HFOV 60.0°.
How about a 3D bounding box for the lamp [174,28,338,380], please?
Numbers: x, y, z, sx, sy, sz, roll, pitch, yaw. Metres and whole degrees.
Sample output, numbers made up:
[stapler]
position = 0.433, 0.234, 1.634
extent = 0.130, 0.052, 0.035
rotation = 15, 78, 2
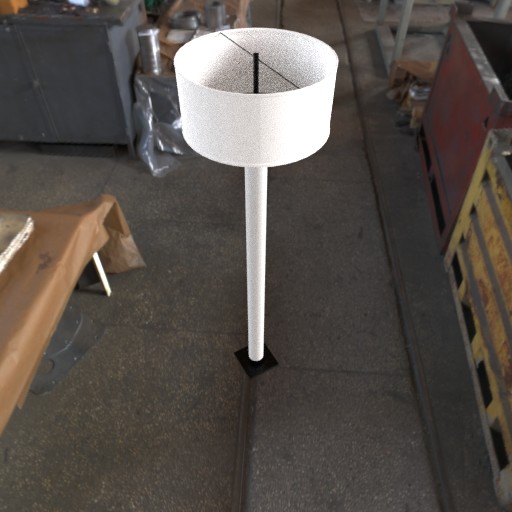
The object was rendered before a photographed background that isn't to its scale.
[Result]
[lamp]
position = 0.000, 0.000, 1.655
extent = 0.420, 1.475, 0.420
rotation = -22, 50, -20
